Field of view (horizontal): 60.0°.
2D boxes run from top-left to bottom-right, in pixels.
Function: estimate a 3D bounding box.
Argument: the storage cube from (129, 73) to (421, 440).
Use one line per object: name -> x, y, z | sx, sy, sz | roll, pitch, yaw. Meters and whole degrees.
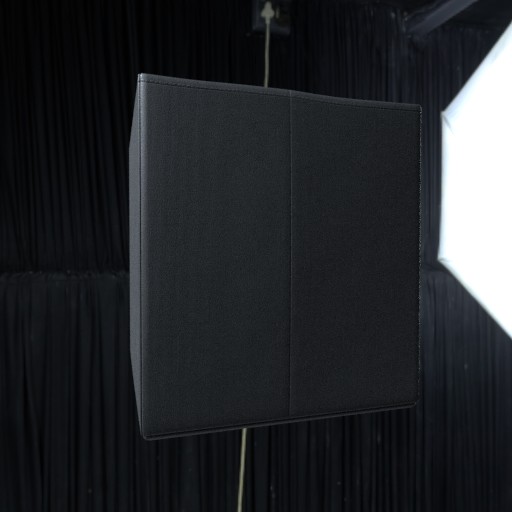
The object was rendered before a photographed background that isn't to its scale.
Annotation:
storage cube -> 0.000, 0.000, 0.499 | 0.270, 0.280, 0.270 | 0, 1, -17
